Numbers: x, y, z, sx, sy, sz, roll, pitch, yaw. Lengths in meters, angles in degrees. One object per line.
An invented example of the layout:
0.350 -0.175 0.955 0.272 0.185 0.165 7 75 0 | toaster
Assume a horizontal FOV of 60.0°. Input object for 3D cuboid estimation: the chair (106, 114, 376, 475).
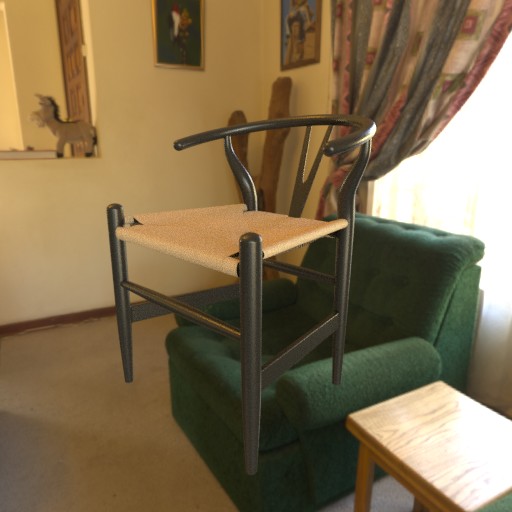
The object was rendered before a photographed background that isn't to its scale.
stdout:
0.000 0.000 1.185 0.570 0.739 0.570 -15 21 -43 | chair
